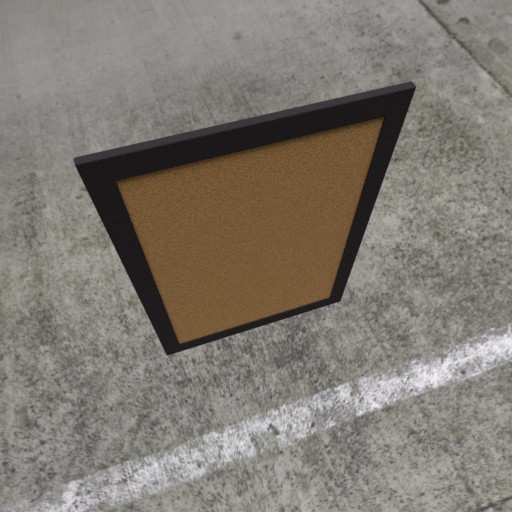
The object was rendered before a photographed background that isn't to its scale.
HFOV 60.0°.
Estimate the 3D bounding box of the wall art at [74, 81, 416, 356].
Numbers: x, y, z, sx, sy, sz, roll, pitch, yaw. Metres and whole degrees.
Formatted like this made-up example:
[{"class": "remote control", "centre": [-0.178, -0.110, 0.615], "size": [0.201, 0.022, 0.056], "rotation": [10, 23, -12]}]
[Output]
[{"class": "wall art", "centre": [0.000, 0.000, 0.686], "size": [0.374, 0.529, 0.012], "rotation": [-16, 59, -10]}]
